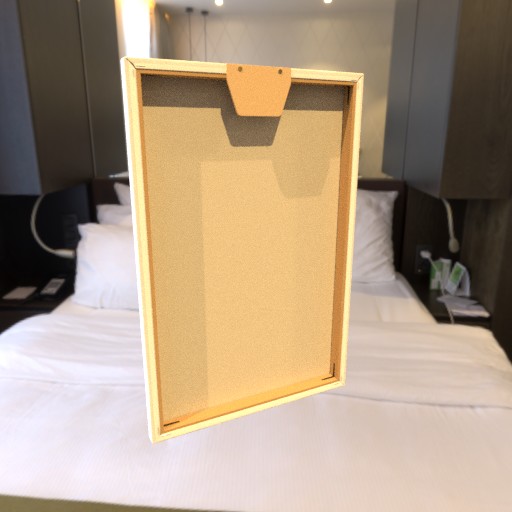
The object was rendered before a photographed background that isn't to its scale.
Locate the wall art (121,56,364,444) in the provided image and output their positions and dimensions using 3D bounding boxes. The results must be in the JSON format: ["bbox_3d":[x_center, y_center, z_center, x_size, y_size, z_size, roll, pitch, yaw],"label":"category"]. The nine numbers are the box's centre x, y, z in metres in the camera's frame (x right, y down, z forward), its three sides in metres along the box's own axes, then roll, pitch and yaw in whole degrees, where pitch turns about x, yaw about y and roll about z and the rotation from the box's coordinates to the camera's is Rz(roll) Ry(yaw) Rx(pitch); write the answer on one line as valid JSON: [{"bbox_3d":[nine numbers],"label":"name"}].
[{"bbox_3d":[0.000,0.000,1.139,0.602,0.902,0.048,-8,17,-26],"label":"wall art"}]
